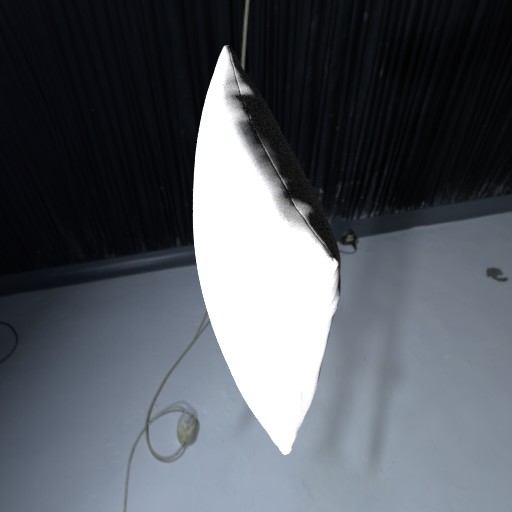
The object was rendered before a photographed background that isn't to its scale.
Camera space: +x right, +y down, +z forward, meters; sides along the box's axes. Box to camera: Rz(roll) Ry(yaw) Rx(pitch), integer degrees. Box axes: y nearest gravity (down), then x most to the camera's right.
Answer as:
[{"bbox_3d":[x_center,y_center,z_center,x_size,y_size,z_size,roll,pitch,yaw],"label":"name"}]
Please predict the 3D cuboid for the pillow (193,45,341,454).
[{"bbox_3d":[0.000,0.000,0.653,0.173,0.436,0.433,-10,48,-9],"label":"pillow"}]
